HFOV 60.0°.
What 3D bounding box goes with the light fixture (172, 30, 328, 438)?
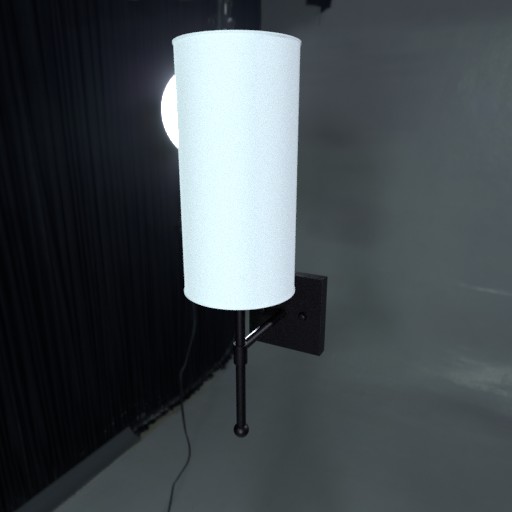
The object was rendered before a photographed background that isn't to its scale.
[{"bbox_3d":[0.000,0.000,0.540,0.128,0.462,0.208,8,18,27],"label":"light fixture"}]
